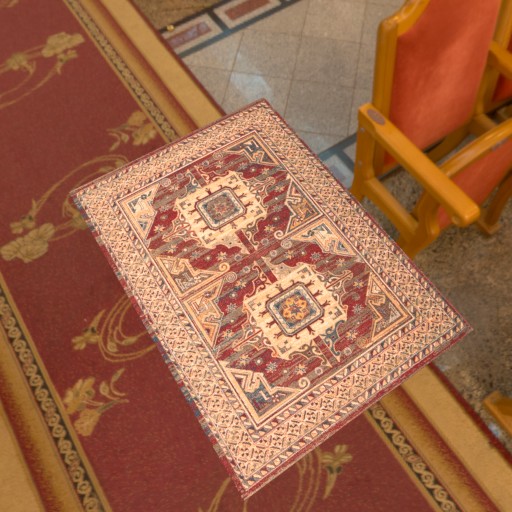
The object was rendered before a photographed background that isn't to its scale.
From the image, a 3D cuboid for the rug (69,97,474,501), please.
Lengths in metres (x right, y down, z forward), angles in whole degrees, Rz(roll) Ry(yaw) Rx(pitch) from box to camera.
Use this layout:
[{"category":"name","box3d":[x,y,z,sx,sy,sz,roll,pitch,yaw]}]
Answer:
[{"category":"rug","box3d":[0.000,0.000,2.810,1.599,0.011,2.210,-31,68,-14]}]
